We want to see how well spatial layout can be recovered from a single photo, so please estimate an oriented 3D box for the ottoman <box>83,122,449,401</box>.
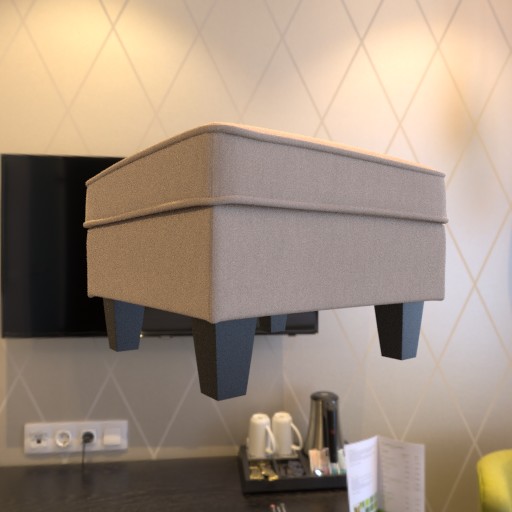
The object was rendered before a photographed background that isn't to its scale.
[{"bbox_3d":[0.000,0.000,1.006,0.613,0.438,0.616,0,-1,-36],"label":"ottoman"}]
